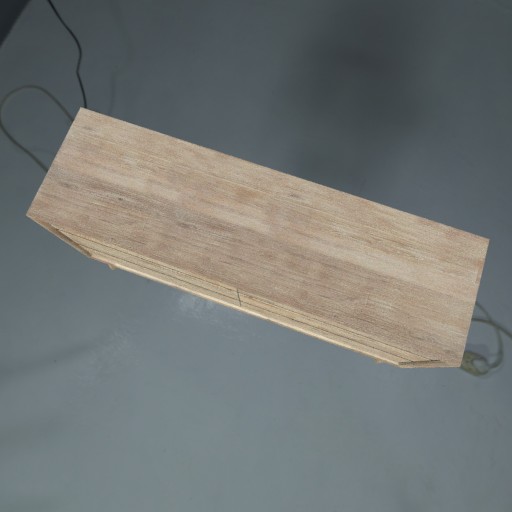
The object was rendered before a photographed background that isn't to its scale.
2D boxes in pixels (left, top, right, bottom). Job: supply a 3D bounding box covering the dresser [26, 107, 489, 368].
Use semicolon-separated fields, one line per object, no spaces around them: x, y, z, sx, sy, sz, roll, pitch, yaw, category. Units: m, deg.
0.000;0.000;1.934;1.554;0.805;0.455;19;76;5;dresser
